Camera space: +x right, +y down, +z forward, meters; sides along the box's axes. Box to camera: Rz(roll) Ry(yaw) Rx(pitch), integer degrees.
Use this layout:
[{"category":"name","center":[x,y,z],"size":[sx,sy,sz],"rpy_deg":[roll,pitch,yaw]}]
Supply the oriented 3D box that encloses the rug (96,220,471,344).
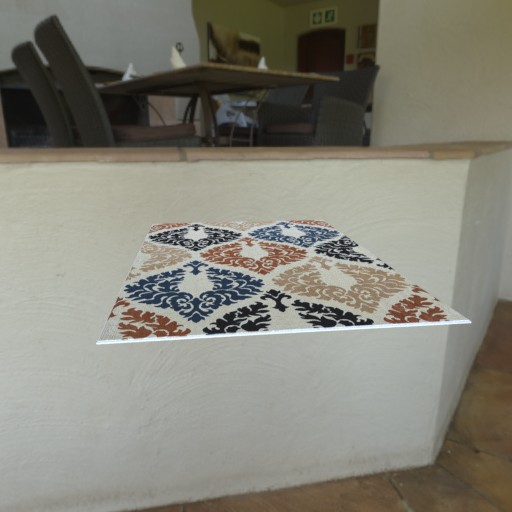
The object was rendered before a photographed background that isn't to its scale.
[{"category":"rug","center":[0.000,0.000,2.834],"size":[1.514,0.014,2.275],"rpy_deg":[-2,15,-7]}]
